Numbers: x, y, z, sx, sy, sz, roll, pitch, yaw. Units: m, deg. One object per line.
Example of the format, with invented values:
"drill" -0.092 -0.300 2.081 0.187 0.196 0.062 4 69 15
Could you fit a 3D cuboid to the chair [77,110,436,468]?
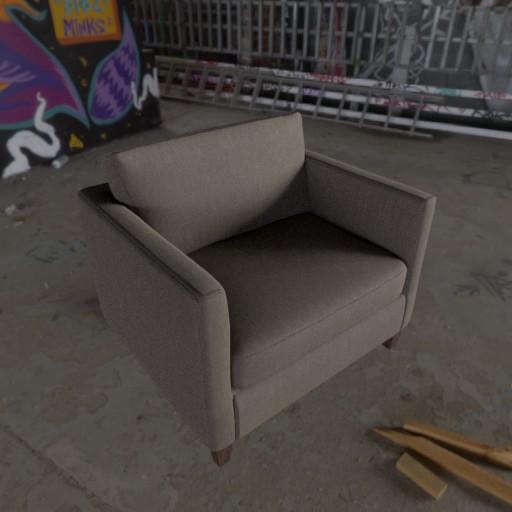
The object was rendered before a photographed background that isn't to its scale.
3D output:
"chair" 0.000 0.000 1.846 1.107 0.963 0.959 -22 38 -32
